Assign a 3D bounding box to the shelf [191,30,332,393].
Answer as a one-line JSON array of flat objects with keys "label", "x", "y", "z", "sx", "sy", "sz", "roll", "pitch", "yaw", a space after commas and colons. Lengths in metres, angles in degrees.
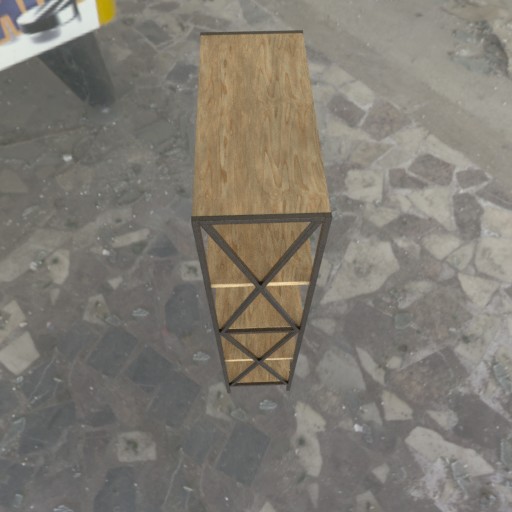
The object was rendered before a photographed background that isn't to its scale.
[{"label": "shelf", "x": 0.000, "y": 0.000, "z": 2.204, "sx": 0.386, "sy": 1.803, "sz": 0.874, "roll": -2, "pitch": 59, "yaw": -1}]
